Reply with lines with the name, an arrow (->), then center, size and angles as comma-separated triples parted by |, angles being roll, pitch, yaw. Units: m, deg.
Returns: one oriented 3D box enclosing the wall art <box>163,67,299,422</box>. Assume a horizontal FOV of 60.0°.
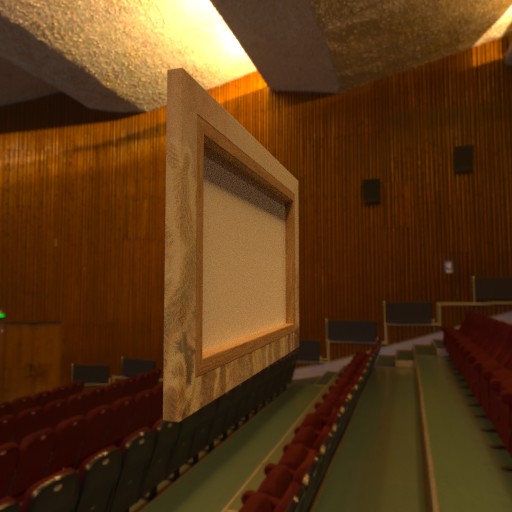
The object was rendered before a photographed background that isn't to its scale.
wall art -> 0.000, 0.000, 1.488 | 0.041, 0.758, 1.142 | -1, -4, 18
